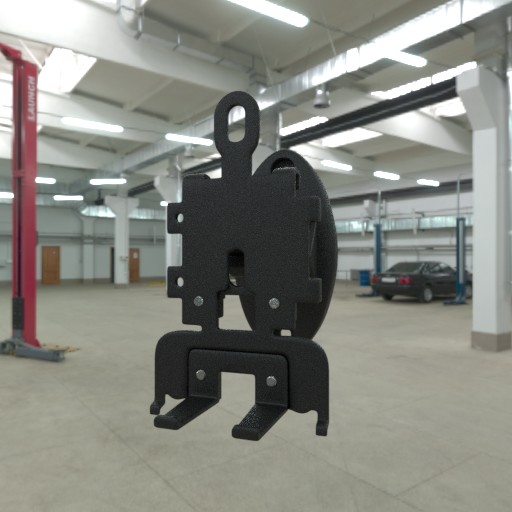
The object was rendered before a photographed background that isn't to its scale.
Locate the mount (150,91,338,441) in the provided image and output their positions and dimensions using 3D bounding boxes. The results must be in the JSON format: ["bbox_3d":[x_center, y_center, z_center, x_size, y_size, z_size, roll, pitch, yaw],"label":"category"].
[{"bbox_3d":[0.000,0.000,0.180,0.066,0.118,0.100,0,0,18],"label":"mount"}]
